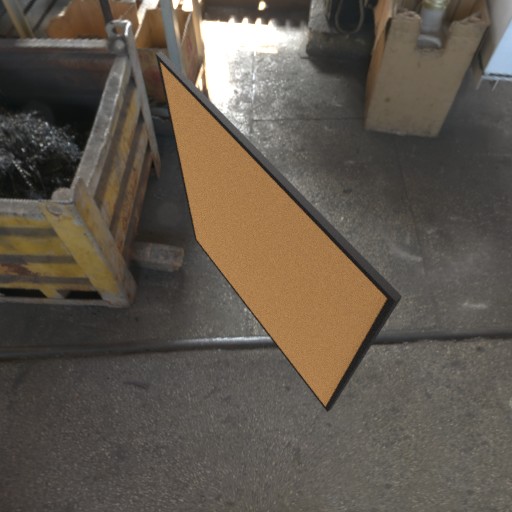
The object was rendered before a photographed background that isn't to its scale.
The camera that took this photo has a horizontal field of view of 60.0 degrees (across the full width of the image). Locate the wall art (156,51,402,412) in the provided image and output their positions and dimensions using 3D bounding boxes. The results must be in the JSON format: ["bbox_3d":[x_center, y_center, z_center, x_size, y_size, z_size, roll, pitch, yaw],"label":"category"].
[{"bbox_3d":[0.000,0.000,1.019,0.015,0.663,0.664,-31,63,-18],"label":"wall art"}]
